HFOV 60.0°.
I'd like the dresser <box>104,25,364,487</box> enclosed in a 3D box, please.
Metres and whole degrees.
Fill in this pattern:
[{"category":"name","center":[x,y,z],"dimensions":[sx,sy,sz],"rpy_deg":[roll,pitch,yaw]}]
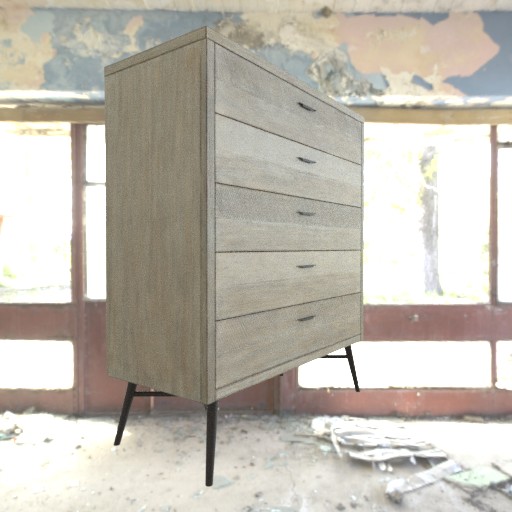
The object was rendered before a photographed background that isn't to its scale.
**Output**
[{"category":"dresser","center":[0.000,0.000,1.701],"dimensions":[0.457,1.219,1.016],"rpy_deg":[1,1,37]}]
